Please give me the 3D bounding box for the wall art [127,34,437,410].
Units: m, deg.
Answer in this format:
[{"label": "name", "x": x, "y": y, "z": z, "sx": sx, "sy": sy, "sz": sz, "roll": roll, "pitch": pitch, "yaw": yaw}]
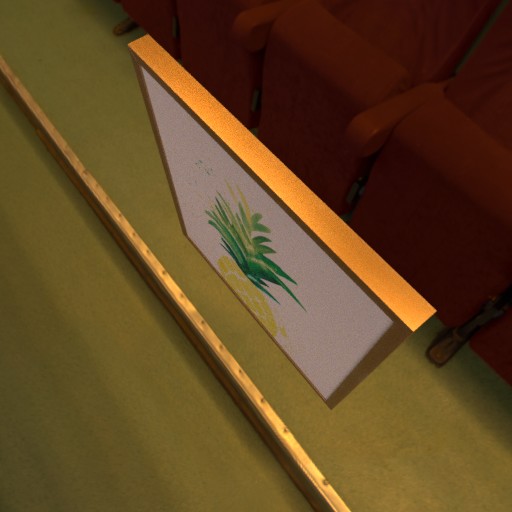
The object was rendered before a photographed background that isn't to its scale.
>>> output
[{"label": "wall art", "x": 0.000, "y": 0.000, "z": 0.734, "sx": 0.033, "sy": 0.509, "sz": 0.510, "roll": -36, "pitch": 68, "yaw": -17}]
